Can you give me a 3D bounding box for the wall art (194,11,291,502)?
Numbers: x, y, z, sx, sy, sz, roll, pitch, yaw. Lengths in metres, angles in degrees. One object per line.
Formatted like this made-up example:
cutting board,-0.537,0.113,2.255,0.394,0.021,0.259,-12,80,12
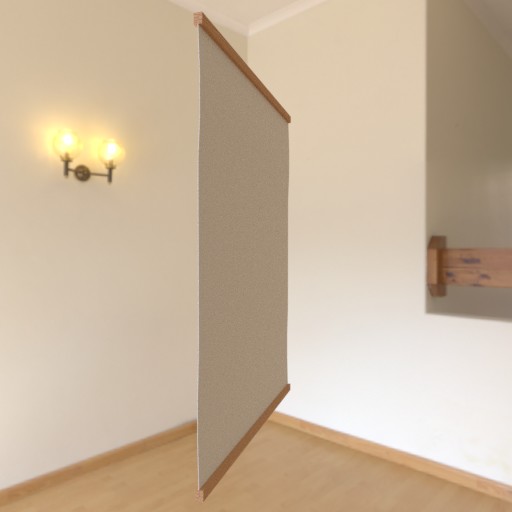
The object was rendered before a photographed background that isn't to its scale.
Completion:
wall art,0.000,0.000,0.767,0.011,0.605,0.458,0,1,18
